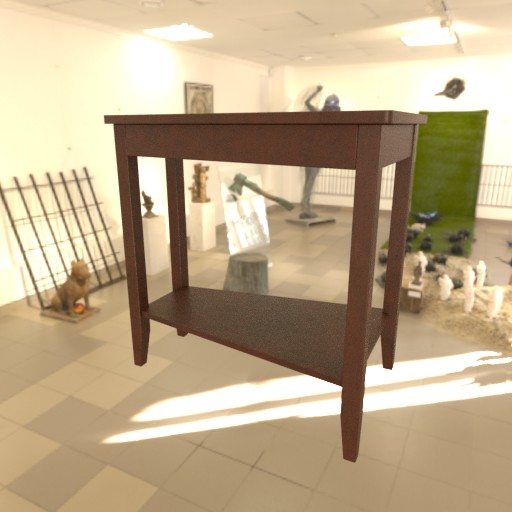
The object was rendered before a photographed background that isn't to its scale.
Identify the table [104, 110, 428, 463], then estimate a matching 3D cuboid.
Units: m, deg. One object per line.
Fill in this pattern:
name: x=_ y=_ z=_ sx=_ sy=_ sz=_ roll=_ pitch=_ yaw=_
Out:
table: x=0.000 y=0.000 z=0.971 sx=0.605 sy=0.589 sz=0.399 roll=8 pitch=18 yaw=26
